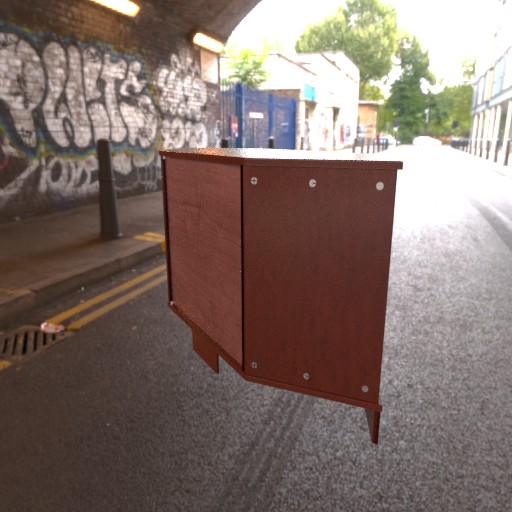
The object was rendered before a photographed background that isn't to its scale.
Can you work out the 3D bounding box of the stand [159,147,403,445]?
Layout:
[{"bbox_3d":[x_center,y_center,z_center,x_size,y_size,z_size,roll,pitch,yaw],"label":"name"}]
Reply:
[{"bbox_3d":[0.000,0.000,1.341,0.381,0.614,1.072,-9,17,-29],"label":"stand"}]
